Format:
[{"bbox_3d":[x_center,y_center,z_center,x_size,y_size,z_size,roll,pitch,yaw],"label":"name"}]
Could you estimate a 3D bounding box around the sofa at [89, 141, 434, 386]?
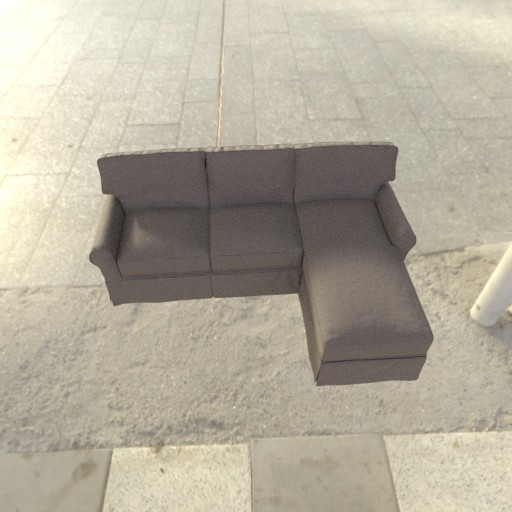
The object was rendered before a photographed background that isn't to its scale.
[{"bbox_3d":[0.000,0.000,3.376,2.475,0.978,1.733,-3,47,-3],"label":"sofa"}]
